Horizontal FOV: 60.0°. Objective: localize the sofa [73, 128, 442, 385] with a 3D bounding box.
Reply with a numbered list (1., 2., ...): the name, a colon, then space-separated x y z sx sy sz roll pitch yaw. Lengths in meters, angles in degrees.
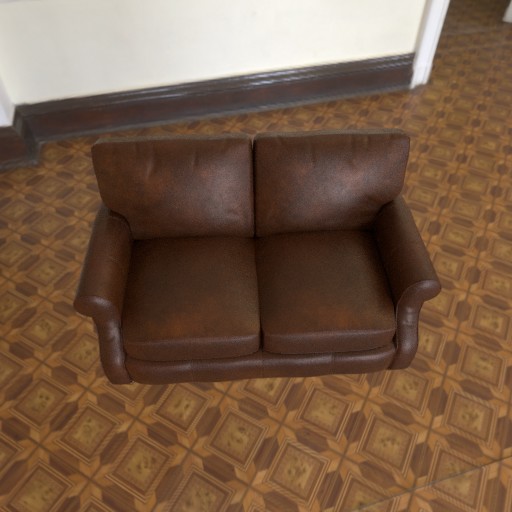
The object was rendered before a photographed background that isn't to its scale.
1. sofa: 0.000 0.000 2.207 1.616 0.976 0.990 -2 47 -2
